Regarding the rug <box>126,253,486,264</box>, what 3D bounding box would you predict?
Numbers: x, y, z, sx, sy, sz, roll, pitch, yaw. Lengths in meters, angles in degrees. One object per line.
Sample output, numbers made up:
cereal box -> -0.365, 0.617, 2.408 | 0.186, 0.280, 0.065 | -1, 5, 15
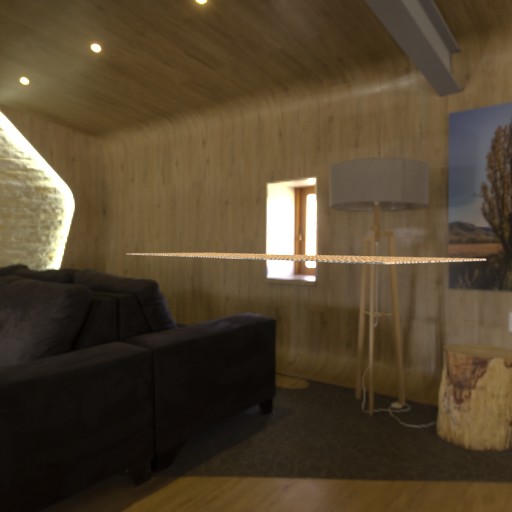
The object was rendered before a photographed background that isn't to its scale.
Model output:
rug -> 0.000, 0.000, 2.531 | 0.686, 0.008, 2.286 | -1, 1, -37
